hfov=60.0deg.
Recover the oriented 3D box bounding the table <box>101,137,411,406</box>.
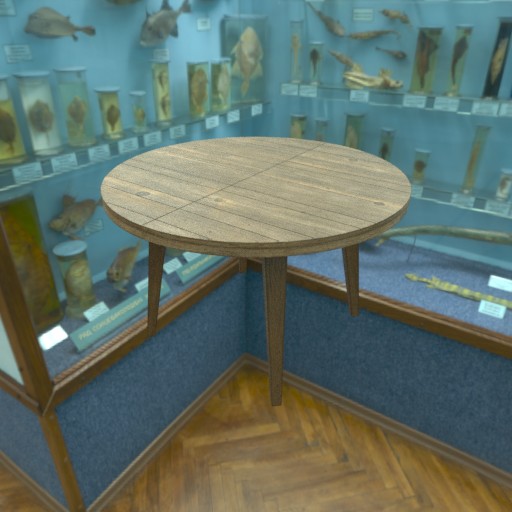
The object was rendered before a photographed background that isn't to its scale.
[{"bbox_3d":[0.000,0.000,1.995,1.213,0.764,1.213,0,29,0],"label":"table"}]
